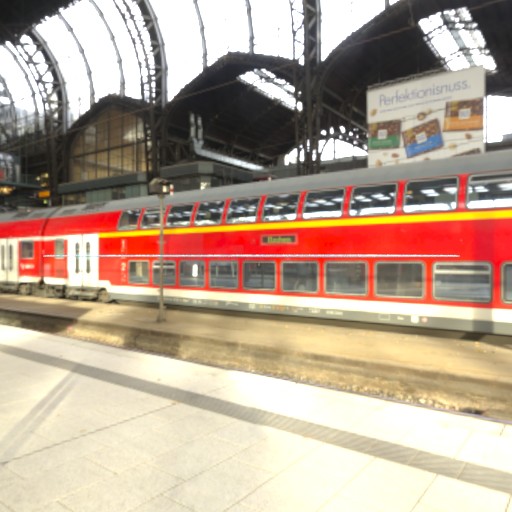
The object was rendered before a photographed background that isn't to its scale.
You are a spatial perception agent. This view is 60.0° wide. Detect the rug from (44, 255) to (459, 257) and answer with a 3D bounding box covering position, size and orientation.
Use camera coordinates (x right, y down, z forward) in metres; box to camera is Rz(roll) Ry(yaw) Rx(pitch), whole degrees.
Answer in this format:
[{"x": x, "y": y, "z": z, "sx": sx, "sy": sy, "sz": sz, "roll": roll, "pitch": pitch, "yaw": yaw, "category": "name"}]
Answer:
[{"x": 0.000, "y": 0.000, "z": 4.043, "sx": 2.980, "sy": 0.012, "sz": 2.363, "roll": 0, "pitch": 0, "yaw": 36, "category": "rug"}]
